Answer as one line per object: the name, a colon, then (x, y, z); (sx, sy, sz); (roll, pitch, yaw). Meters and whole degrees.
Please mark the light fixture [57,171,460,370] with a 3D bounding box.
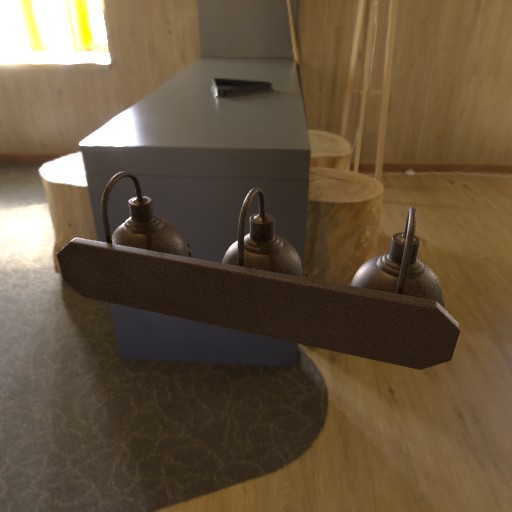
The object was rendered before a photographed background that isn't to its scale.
light fixture: (0.000, 0.000, 0.759); (0.634, 0.254, 0.229); (9, 32, 15)
